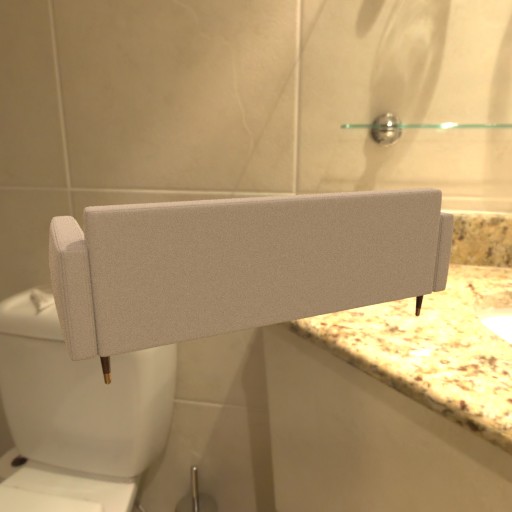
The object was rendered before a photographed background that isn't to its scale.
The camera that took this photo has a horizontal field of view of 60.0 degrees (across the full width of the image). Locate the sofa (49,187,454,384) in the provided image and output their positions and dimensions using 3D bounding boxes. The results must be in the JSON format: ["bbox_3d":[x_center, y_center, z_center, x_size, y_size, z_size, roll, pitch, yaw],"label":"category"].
[{"bbox_3d":[0.000,0.000,2.715,2.291,0.821,0.990,-7,16,-25],"label":"sofa"}]
